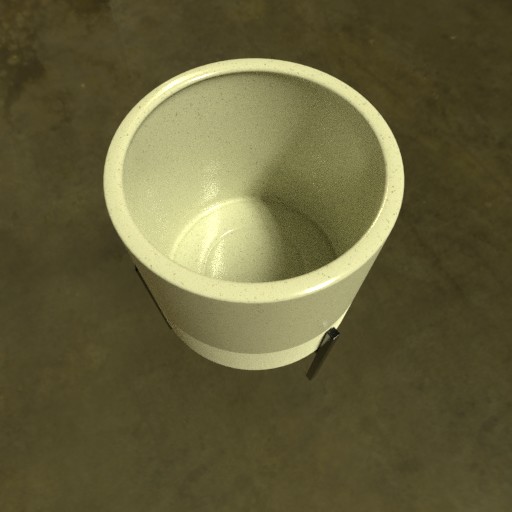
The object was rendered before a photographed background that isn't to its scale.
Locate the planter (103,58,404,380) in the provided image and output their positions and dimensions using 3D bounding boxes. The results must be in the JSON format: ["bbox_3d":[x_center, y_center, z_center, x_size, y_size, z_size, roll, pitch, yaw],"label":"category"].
[{"bbox_3d":[0.000,0.000,0.329,0.152,0.230,0.159,18,65,9],"label":"planter"}]
